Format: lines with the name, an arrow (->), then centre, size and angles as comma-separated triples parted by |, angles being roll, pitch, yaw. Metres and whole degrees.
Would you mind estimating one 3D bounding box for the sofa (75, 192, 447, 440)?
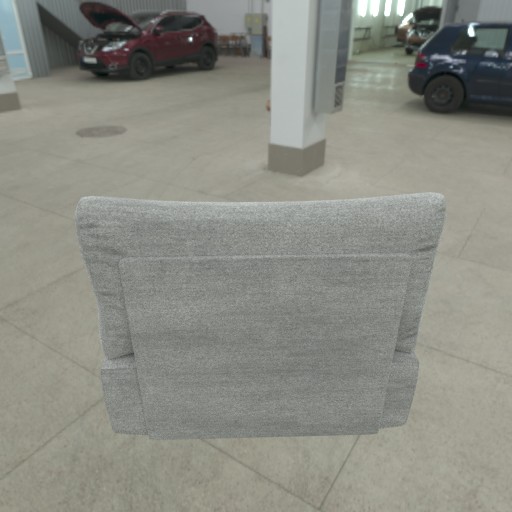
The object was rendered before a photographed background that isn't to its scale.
sofa -> 0.000, 0.000, 1.658 | 0.930, 0.820, 1.000 | -1, 29, -2
